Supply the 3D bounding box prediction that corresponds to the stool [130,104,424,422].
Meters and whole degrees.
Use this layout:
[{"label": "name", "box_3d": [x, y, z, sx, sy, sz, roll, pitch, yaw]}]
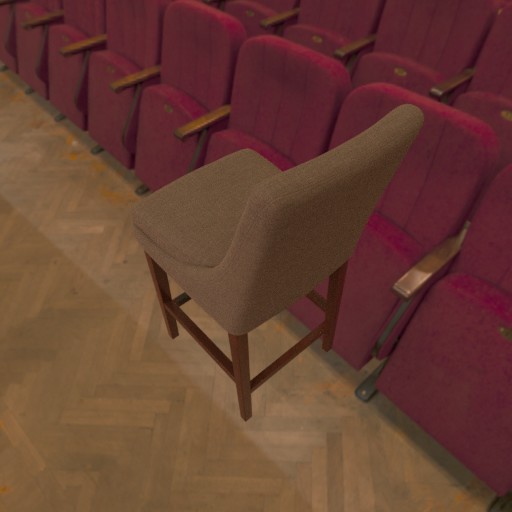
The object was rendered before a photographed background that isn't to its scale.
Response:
[{"label": "stool", "box_3d": [0.000, 0.000, 1.253, 0.470, 0.981, 0.577, -33, 55, -27]}]
